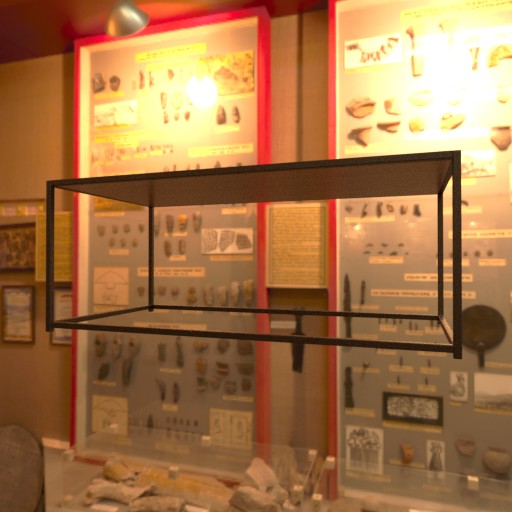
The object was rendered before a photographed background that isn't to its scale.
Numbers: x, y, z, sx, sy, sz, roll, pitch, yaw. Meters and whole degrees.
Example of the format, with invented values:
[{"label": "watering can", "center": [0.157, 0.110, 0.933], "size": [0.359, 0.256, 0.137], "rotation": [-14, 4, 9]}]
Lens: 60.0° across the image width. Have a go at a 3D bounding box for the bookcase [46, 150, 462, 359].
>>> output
[{"label": "bookcase", "center": [0.000, 0.000, 1.240], "size": [1.000, 0.400, 0.500], "rotation": [0, -1, 19]}]
